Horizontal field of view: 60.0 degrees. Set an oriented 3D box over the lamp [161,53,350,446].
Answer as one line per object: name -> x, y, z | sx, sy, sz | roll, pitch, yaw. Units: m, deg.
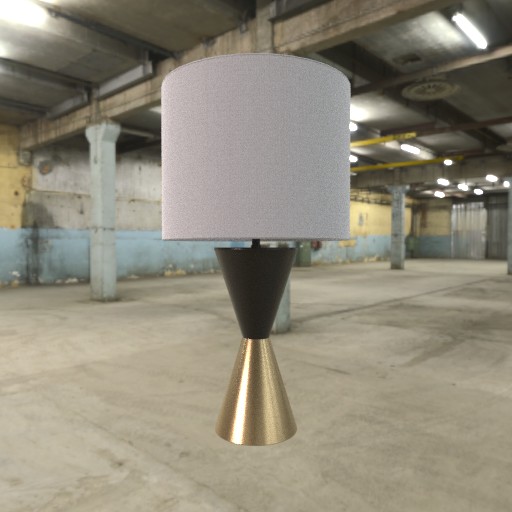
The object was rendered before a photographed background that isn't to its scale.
lamp -> 0.000, 0.000, 0.734 | 0.304, 0.573, 0.304 | 0, 1, -19
